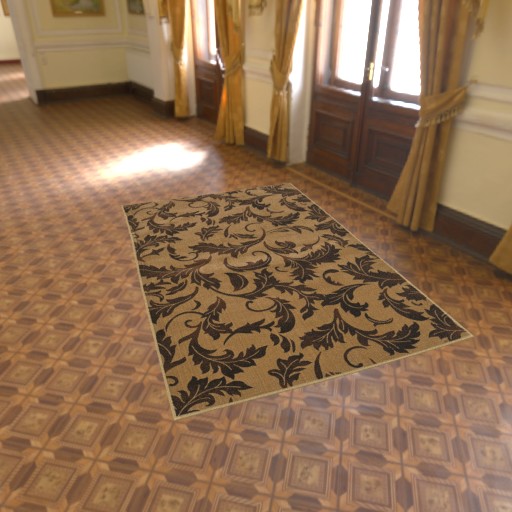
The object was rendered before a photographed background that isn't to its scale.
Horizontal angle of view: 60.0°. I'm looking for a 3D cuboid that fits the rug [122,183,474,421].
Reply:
[{"bbox_3d":[0.000,0.000,2.922,1.522,0.008,2.284,-10,32,-17],"label":"rug"}]
